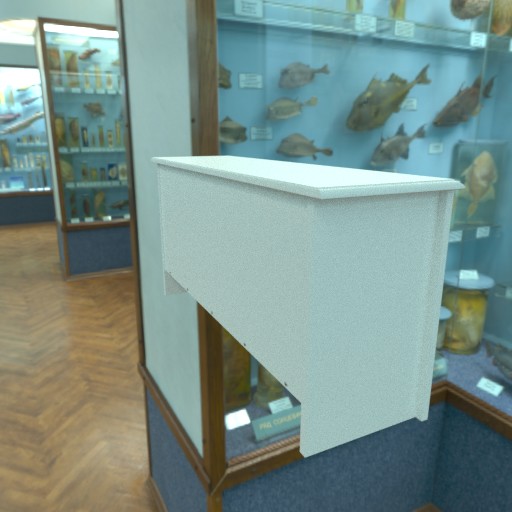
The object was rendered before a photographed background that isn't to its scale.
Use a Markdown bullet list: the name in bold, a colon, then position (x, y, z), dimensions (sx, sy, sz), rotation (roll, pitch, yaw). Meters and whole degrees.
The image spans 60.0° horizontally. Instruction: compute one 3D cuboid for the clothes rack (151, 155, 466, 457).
- **clothes rack**: position (0.000, 0.000, 1.314), dimensions (0.324, 0.531, 1.120), rotation (-7, 17, -25)
